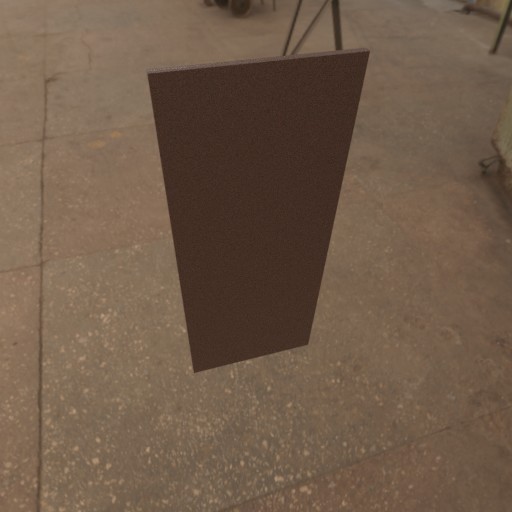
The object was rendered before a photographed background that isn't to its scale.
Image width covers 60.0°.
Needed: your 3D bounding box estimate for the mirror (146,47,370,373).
[{"bbox_3d":[0.000,0.000,2.300,0.812,2.020,0.221,-11,43,-12],"label":"mirror"}]
